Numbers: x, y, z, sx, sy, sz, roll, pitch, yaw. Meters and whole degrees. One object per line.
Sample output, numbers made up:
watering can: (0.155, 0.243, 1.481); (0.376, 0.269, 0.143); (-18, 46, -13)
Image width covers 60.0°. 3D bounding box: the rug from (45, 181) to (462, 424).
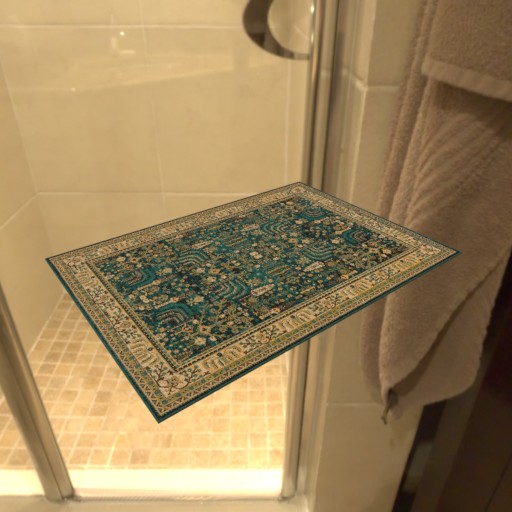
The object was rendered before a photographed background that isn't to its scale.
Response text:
rug: (0.000, 0.000, 2.896); (2.213, 0.013, 1.594); (-22, 37, -31)
